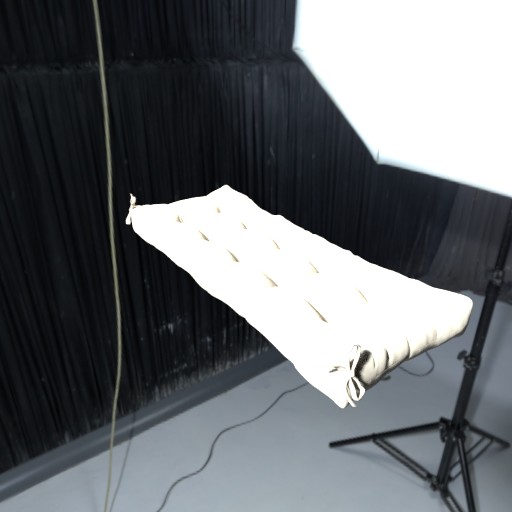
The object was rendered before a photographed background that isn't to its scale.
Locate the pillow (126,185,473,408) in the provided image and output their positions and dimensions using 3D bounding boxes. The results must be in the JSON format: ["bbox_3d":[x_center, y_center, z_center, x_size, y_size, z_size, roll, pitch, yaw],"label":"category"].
[{"bbox_3d":[0.000,0.000,1.364,0.511,0.174,1.194,-18,31,-31],"label":"pillow"}]
